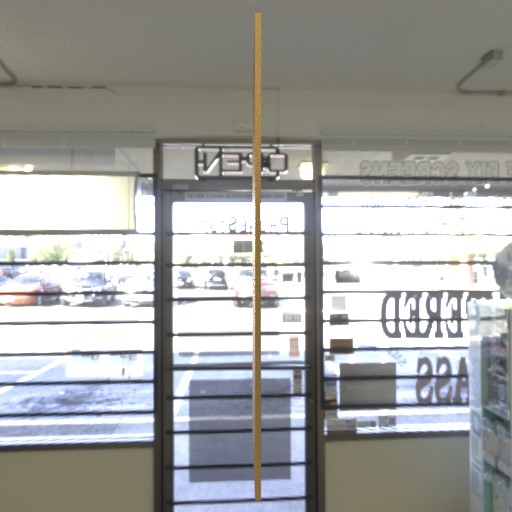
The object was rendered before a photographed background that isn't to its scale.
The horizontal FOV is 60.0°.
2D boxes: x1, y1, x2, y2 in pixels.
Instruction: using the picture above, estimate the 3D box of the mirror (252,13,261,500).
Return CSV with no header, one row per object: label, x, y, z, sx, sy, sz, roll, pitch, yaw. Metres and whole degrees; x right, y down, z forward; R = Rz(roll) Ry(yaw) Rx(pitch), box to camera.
mirror,0.000,0.000,2.253,0.025,2.031,0.812,0,-1,-1
